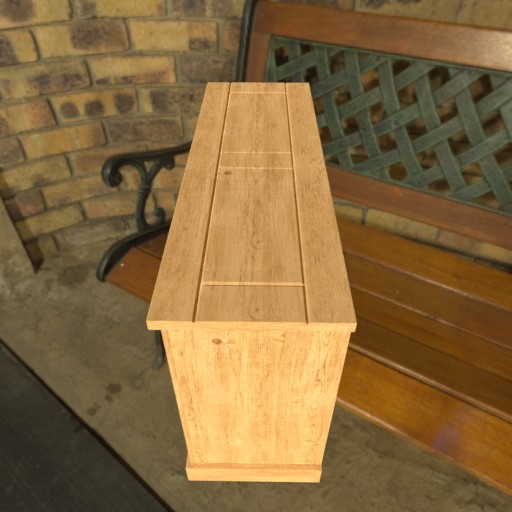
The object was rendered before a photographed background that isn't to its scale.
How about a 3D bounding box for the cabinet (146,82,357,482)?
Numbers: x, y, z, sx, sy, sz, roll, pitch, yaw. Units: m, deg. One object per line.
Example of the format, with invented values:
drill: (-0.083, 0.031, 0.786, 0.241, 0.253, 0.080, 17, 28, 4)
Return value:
cabinet: (0.000, 0.000, 1.670, 0.432, 0.810, 1.321, 1, 42, 1)
